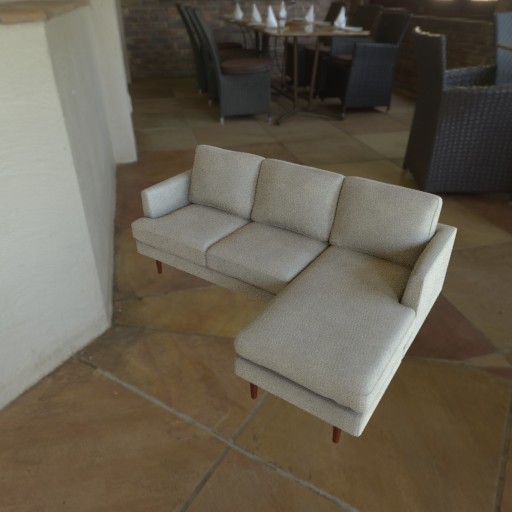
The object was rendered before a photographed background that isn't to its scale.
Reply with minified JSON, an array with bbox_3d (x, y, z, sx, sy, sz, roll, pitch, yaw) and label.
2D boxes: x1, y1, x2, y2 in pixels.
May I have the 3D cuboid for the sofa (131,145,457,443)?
[{"bbox_3d":[0.000,0.000,3.055,2.233,0.956,1.504,19,36,29],"label":"sofa"}]
